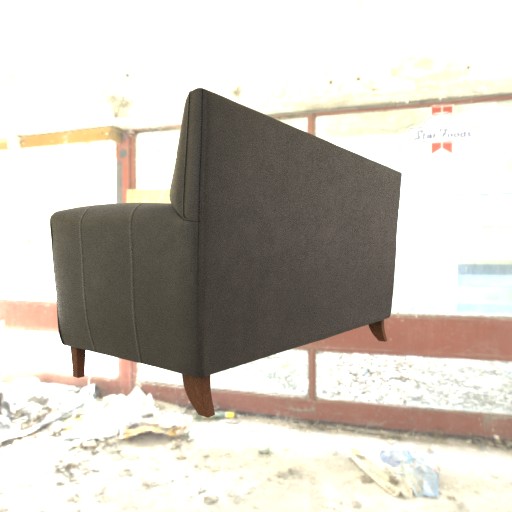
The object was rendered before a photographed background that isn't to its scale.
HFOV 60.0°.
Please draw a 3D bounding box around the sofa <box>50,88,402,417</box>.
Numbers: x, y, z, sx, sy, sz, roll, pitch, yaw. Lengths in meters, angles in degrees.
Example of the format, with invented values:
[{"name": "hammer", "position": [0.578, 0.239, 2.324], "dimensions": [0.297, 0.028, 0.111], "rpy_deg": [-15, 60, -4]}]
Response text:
[{"name": "sofa", "position": [0.000, 0.000, 1.937], "dimensions": [0.787, 0.871, 1.473], "rpy_deg": [0, 0, 37]}]
